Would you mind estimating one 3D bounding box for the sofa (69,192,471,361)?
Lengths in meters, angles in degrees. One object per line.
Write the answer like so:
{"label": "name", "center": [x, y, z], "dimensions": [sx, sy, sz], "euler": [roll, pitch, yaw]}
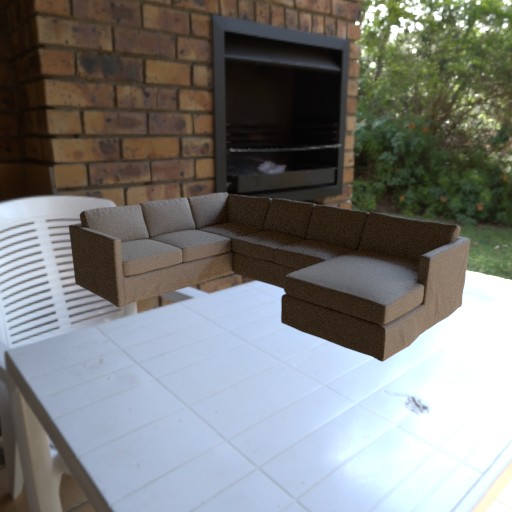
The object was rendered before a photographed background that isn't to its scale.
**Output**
{"label": "sofa", "center": [0.000, 0.000, 4.623], "dimensions": [3.460, 0.882, 2.427], "euler": [15, 21, 42]}
